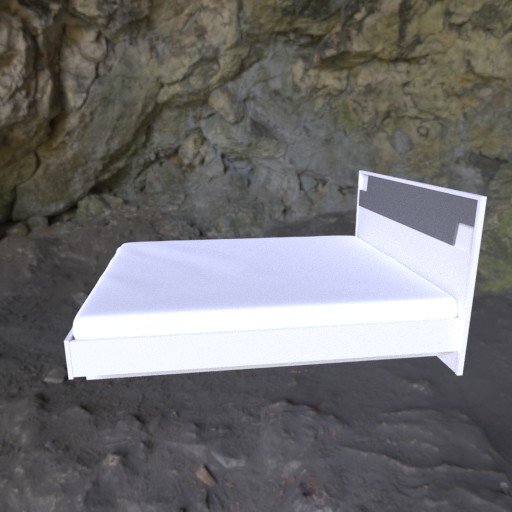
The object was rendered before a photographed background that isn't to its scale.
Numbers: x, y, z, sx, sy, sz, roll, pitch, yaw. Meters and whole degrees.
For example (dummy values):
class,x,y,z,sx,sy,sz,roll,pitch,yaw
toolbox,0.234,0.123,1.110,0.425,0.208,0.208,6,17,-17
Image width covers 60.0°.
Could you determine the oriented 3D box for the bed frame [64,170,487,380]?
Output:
class,x,y,z,sx,sy,sz,roll,pitch,yaw
bed frame,0.000,0.000,3.031,2.100,1.001,1.711,-2,15,-7
